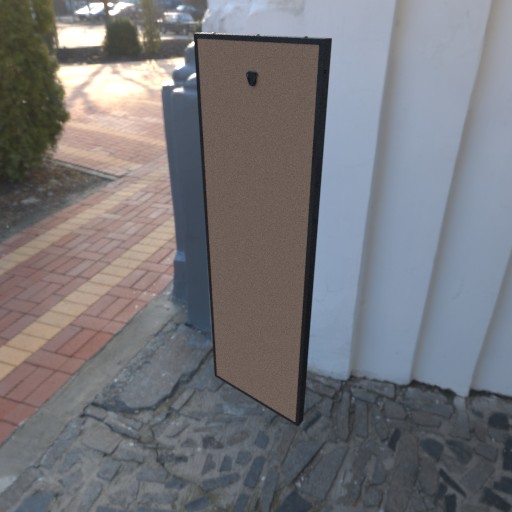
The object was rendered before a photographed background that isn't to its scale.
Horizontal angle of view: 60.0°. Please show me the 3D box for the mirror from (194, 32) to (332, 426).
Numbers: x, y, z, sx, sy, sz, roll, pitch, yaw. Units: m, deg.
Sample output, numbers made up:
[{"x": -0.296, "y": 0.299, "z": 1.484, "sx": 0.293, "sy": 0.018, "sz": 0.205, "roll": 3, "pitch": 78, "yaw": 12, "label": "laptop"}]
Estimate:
[{"x": 0.000, "y": 0.000, "z": 1.205, "sx": 0.354, "sy": 1.080, "sz": 0.042, "roll": 21, "pitch": 35, "yaw": 33, "label": "mirror"}]
